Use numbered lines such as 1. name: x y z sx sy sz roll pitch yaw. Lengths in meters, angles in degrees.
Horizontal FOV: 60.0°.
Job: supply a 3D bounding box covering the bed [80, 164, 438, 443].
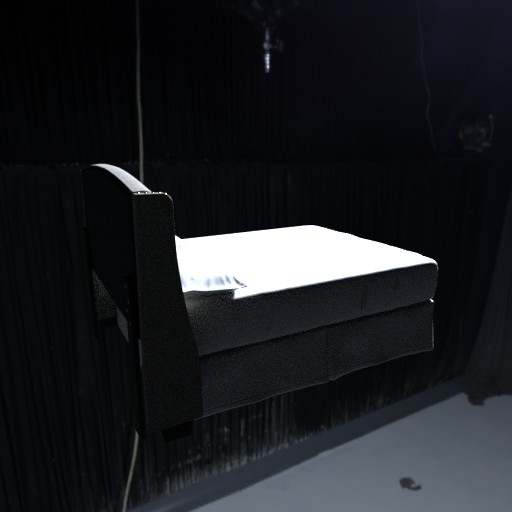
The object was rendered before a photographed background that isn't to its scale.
1. bed: 0.000 0.000 3.356 2.237 1.407 1.710 -8 17 -27
